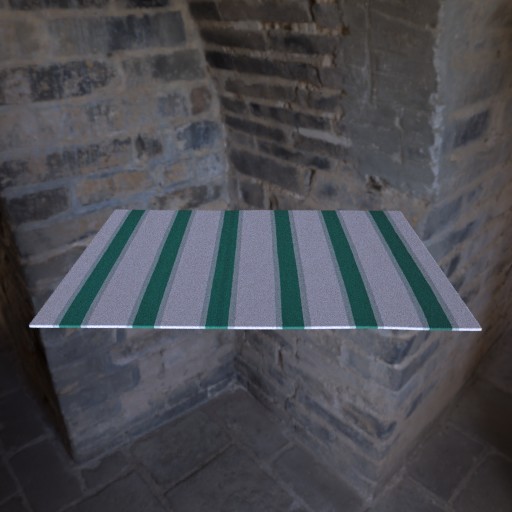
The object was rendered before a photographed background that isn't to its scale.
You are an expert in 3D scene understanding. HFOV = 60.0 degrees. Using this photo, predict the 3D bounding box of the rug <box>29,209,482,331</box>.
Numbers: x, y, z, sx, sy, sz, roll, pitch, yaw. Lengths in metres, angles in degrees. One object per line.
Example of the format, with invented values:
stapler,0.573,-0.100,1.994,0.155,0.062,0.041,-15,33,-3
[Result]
rug,0.000,0.000,2.317,1.829,0.012,1.210,0,29,1
